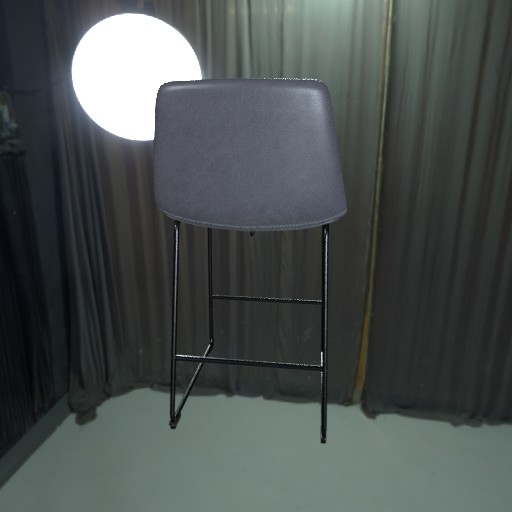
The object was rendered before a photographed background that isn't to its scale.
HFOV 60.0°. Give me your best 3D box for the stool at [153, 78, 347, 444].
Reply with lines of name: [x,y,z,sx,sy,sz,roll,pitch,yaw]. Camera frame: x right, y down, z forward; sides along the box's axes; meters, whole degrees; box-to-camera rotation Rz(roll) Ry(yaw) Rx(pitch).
stool: [0.000,0.000,1.225,0.470,0.876,0.546,2,18,7]
